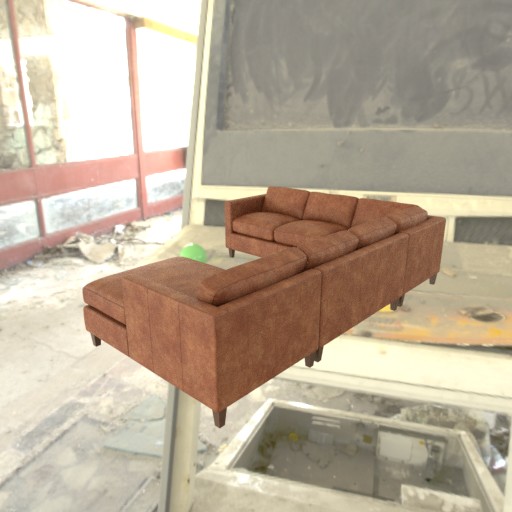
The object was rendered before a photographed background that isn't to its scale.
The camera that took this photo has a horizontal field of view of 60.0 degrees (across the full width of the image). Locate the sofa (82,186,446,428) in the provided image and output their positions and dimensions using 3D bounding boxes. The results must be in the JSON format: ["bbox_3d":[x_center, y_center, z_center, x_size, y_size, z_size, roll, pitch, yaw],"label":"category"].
[{"bbox_3d":[0.000,0.000,4.401,2.452,0.888,3.324,15,23,40],"label":"sofa"}]
